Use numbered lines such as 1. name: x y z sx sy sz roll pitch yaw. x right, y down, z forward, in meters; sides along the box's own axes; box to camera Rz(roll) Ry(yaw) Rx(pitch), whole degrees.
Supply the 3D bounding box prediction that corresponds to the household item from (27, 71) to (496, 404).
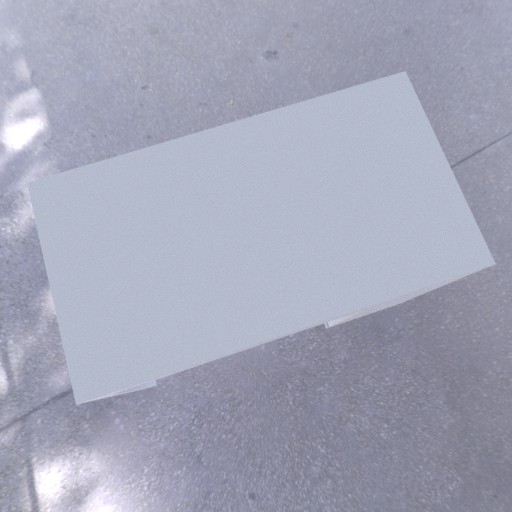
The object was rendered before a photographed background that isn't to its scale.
1. household item: 0.000 0.000 1.527 1.100 0.749 0.597 -18 77 -4
